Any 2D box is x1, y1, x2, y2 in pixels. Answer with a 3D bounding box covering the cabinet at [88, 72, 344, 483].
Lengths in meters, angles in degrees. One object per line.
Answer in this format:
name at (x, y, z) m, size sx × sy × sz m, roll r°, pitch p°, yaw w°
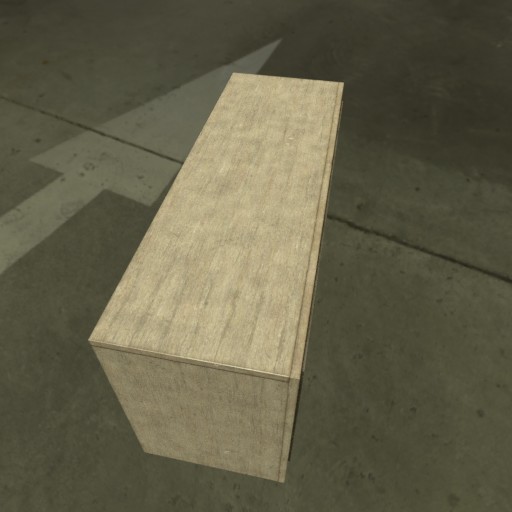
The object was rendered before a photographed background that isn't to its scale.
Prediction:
cabinet at (0.000, 0.000, 1.802) m, size 0.511 × 0.825 × 1.460 m, roll 8°, pitch 47°, yaw 8°
